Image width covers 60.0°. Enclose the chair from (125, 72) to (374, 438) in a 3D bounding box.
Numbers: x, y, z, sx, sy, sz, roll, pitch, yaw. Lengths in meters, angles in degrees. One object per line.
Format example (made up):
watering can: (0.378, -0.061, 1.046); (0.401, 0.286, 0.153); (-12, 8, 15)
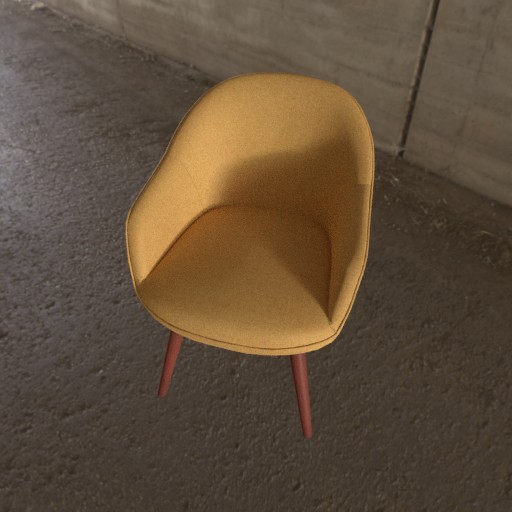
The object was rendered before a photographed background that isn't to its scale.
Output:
chair: (0.000, 0.000, 1.262); (0.596, 0.823, 0.635); (11, 42, 13)
